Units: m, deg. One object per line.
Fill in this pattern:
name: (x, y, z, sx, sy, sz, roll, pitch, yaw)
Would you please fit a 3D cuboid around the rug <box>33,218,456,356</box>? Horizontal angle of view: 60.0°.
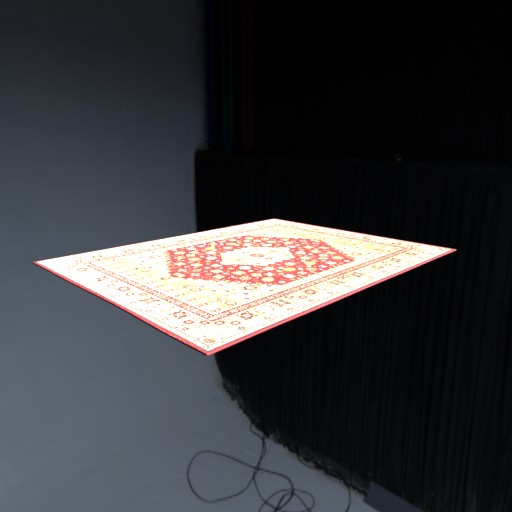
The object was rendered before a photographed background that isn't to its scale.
rug: (0.000, 0.000, 4.035, 3.053, 0.013, 2.387, -14, 20, -43)
